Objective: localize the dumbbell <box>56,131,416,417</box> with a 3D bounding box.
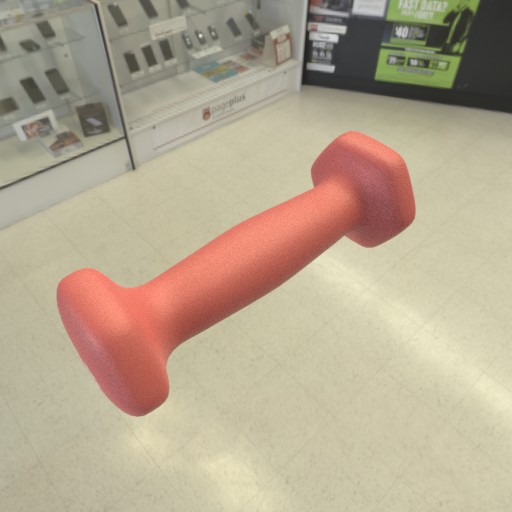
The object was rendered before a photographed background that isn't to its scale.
[{"bbox_3d":[0.000,0.000,0.148,0.123,0.043,0.047,-32,54,-26],"label":"dumbbell"}]
